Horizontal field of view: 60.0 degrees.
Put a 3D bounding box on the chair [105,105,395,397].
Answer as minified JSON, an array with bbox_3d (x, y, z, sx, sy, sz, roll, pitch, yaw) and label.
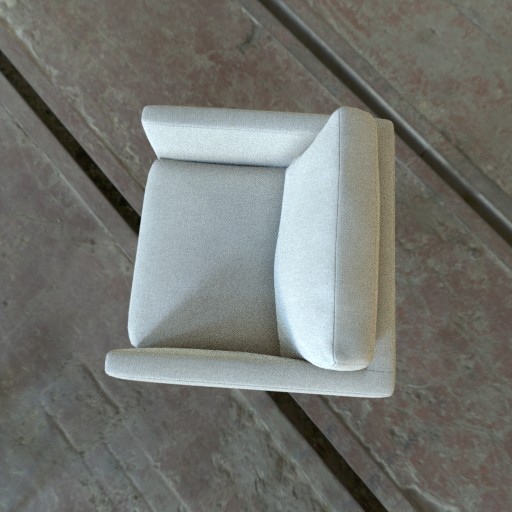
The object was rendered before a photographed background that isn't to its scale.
[{"bbox_3d":[0.000,0.000,1.752,0.959,0.919,0.996,4,77,1],"label":"chair"}]
